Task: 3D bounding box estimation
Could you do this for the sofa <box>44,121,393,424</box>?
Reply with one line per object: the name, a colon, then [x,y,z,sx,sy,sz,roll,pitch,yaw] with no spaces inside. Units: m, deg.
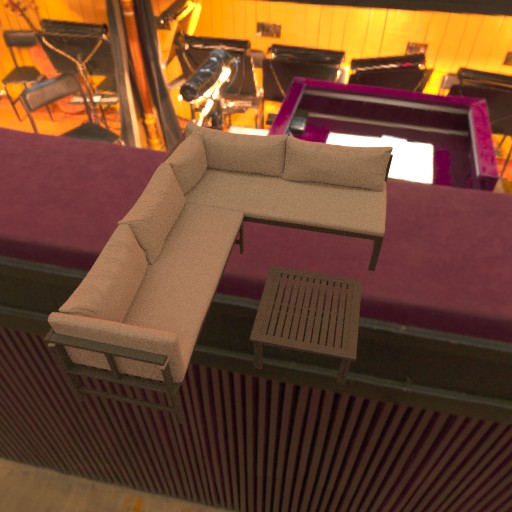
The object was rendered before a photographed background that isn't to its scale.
sofa: [0.000,0.000,2.929,1.658,0.758,2.096,9,45,9]
